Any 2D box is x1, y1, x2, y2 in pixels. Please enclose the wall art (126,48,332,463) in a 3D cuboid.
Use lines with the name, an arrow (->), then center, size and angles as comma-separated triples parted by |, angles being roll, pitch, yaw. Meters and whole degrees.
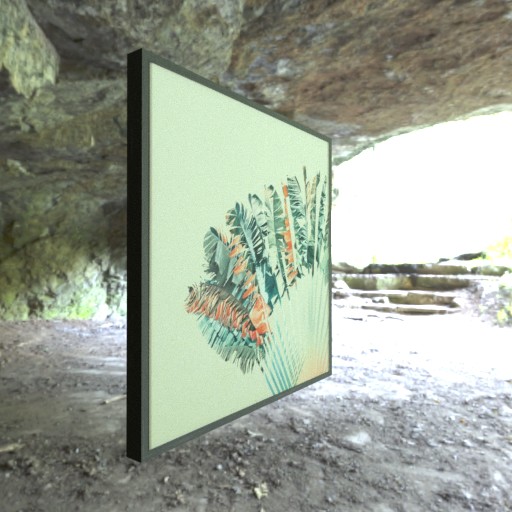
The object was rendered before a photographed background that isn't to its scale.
wall art -> 0.000, 0.000, 1.129 | 0.043, 0.758, 0.762 | 0, 0, 36
